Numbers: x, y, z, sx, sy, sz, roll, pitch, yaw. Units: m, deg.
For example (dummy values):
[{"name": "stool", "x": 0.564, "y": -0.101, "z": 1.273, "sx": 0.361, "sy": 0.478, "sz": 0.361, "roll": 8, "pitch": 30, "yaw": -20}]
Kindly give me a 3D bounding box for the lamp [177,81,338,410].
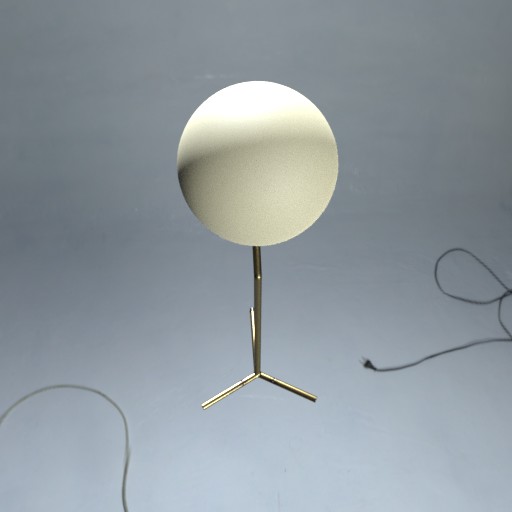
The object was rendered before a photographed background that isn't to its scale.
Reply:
[{"name": "lamp", "x": 0.000, "y": 0.000, "z": 0.672, "sx": 0.210, "sy": 0.552, "sz": 0.251, "roll": -3, "pitch": 46, "yaw": -3}]
